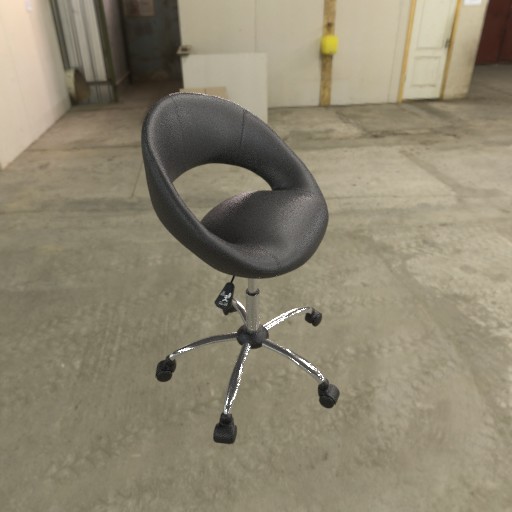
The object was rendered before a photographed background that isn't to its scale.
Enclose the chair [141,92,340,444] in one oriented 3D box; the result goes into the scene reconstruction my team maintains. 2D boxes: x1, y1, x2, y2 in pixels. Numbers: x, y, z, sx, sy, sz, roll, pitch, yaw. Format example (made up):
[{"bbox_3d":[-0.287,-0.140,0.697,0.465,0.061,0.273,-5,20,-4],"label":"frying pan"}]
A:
[{"bbox_3d":[0.000,0.000,1.180,0.538,0.791,0.612,11,32,18],"label":"chair"}]
